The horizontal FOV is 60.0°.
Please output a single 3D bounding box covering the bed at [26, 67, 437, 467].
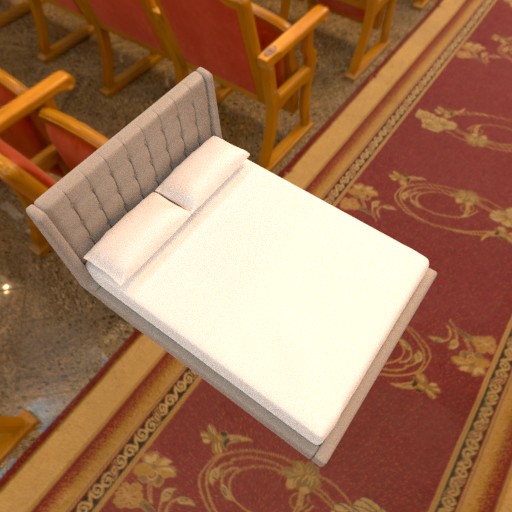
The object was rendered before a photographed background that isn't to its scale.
[{"bbox_3d":[0.000,0.000,3.134,2.232,1.147,1.656,32,64,17],"label":"bed"}]
